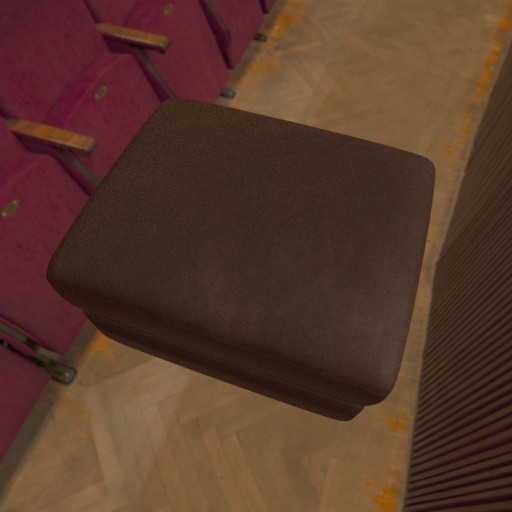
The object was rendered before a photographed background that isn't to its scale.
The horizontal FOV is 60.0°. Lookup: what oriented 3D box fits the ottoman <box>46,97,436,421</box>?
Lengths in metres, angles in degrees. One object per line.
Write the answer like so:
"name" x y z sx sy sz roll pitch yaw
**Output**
"ottoman" 0.000 0.000 1.238 0.806 0.569 0.670 17 59 10
